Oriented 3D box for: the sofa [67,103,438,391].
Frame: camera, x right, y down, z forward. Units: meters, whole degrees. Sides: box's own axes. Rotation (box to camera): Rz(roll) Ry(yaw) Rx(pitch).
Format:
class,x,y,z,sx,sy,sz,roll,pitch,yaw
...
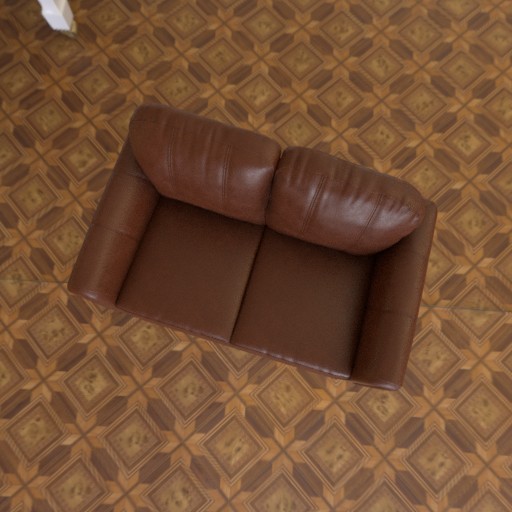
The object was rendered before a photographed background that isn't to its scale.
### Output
class,x,y,z,sx,sy,sz,roll,pitch,yaw
sofa,0.000,0.000,1.969,1.406,0.906,0.805,16,76,4
